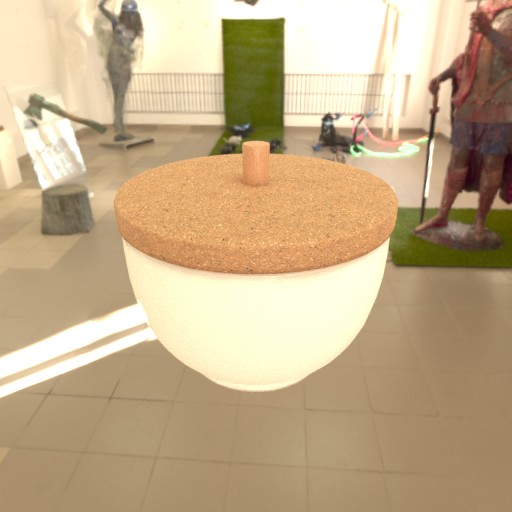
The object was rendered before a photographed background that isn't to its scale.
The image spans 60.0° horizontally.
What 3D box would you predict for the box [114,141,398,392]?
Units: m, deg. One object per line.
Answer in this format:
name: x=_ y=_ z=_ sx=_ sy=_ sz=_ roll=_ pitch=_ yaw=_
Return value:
box: x=0.000 y=0.000 z=0.186 sx=0.107 sy=0.094 sz=0.107 roll=0 pitch=27 yaw=0
